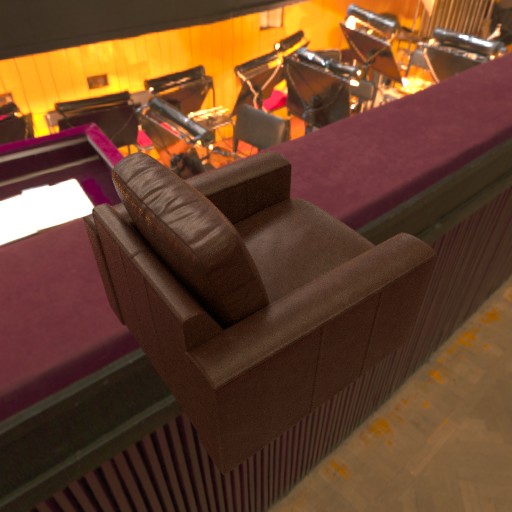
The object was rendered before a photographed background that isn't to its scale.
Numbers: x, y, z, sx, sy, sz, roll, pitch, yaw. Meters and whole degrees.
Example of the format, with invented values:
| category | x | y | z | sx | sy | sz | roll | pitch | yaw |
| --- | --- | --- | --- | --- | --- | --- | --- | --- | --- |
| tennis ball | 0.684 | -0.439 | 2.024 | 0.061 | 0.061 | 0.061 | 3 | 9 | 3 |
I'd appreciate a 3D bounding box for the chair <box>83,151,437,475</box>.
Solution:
| category | x | y | z | sx | sy | sz | roll | pitch | yaw |
| --- | --- | --- | --- | --- | --- | --- | --- | --- | --- |
| chair | 0.000 | 0.000 | 1.791 | 1.016 | 0.873 | 1.005 | -26 | 47 | -27 |
